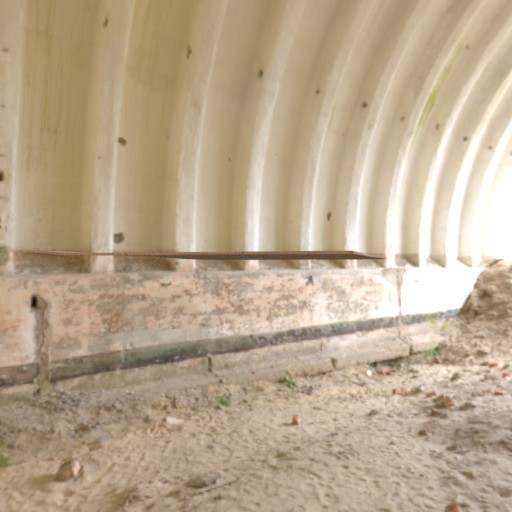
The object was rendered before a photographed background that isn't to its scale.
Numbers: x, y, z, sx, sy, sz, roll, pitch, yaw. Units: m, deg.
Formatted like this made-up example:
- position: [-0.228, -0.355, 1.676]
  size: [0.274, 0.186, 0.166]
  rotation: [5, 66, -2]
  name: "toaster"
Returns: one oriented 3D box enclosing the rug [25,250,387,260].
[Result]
- position: [0.000, 0.000, 2.323]
  size: [1.230, 0.025, 1.837]
  rotation: [0, -1, 19]
  name: "rug"
